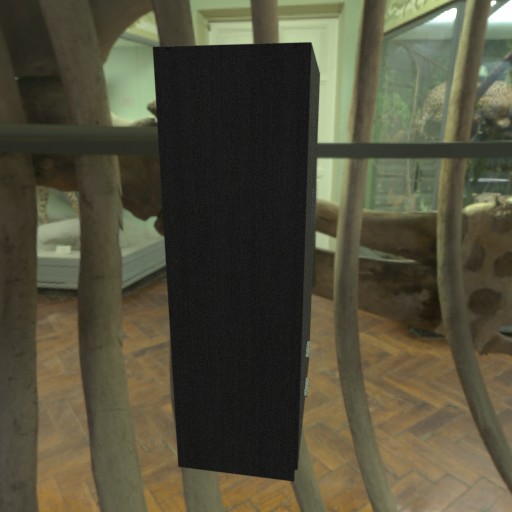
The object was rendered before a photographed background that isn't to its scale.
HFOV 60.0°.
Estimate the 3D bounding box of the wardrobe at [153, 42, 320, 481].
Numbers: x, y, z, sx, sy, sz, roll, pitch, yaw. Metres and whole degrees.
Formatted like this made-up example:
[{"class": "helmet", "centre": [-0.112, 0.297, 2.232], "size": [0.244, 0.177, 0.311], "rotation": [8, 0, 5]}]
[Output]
[{"class": "wardrobe", "centre": [0.000, 0.000, 2.247], "size": [0.577, 1.808, 0.991], "rotation": [3, 17, 9]}]
